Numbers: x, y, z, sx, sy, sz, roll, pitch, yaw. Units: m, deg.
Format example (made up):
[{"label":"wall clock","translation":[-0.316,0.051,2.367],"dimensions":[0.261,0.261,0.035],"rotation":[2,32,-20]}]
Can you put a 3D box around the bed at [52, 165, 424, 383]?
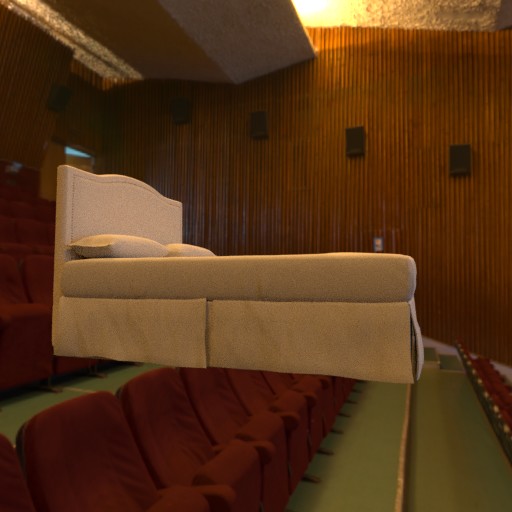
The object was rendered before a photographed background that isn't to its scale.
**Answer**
[{"label":"bed","translation":[0.000,0.000,3.559],"dimensions":[2.477,1.437,1.977],"rotation":[-1,-3,20]}]
